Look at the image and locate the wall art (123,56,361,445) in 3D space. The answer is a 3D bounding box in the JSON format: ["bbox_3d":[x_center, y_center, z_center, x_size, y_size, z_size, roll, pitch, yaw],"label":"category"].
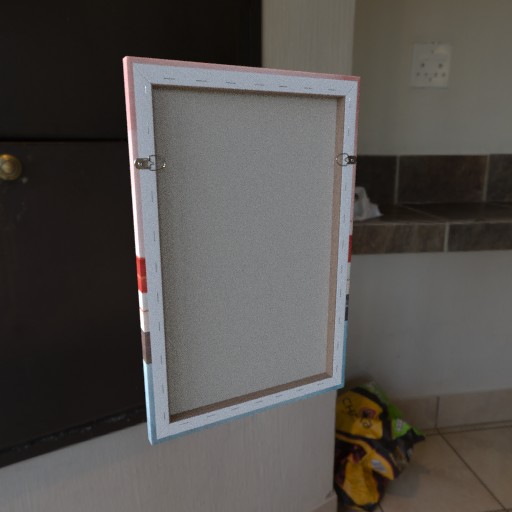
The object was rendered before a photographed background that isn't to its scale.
[{"bbox_3d":[0.000,0.000,1.161,0.610,0.914,0.038,-7,16,-26],"label":"wall art"}]
